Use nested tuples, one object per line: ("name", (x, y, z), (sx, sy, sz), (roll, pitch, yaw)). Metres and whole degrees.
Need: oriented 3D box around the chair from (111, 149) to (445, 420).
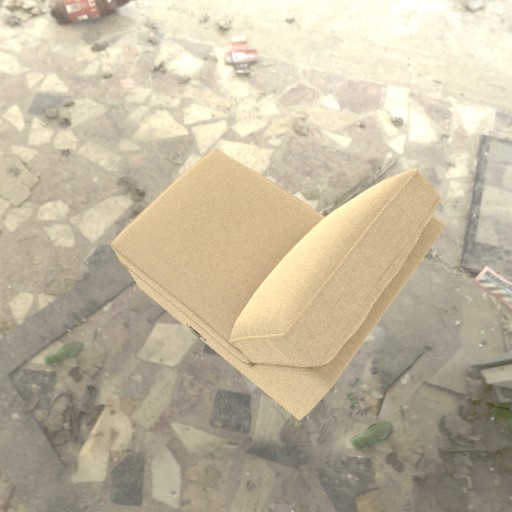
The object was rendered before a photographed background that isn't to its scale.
("chair", (0.000, 0.000, 1.600), (0.938, 0.970, 0.621), (36, 69, 16))
